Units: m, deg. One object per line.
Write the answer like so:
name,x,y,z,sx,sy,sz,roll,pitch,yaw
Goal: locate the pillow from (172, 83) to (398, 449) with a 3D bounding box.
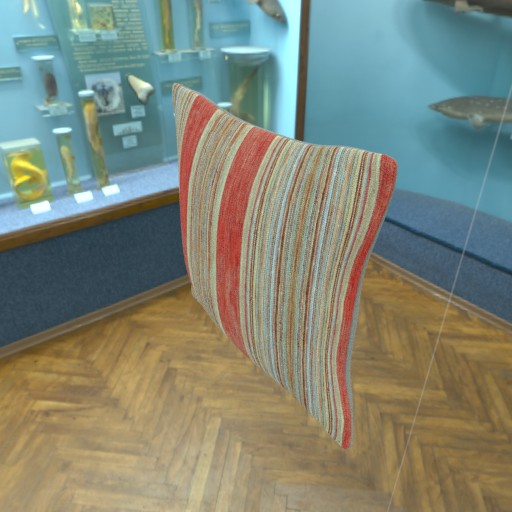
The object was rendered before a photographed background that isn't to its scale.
pillow,0.000,0.000,0.647,0.136,0.419,0.437,-21,38,-30
